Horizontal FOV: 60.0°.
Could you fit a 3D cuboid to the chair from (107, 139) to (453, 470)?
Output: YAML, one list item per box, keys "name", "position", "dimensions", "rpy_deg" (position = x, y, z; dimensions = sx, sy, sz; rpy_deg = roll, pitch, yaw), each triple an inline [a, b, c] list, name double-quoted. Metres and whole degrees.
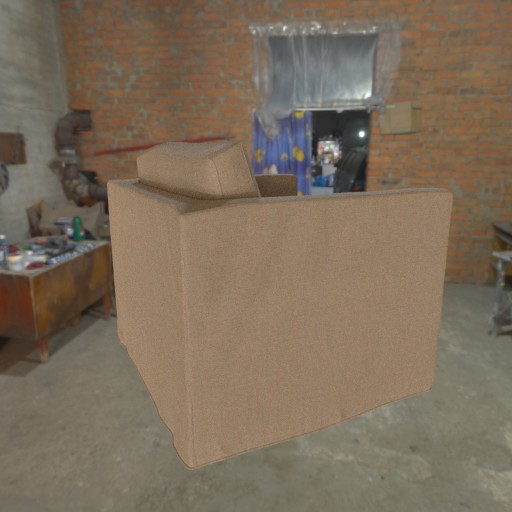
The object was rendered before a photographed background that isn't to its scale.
- name: "chair"
  position: [0.000, 0.000, 1.723]
  dimensions: [0.949, 0.863, 1.057]
  rpy_deg: [-7, 15, -26]
